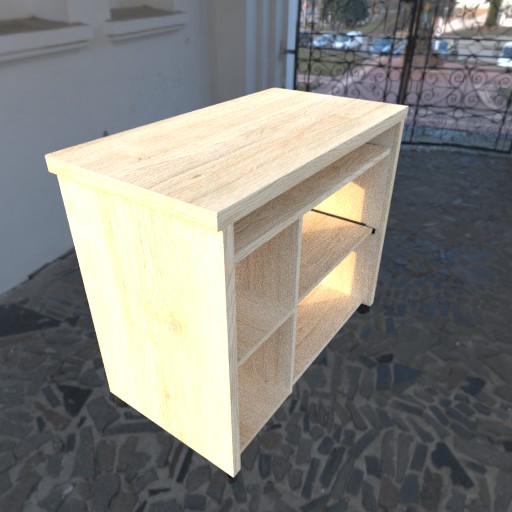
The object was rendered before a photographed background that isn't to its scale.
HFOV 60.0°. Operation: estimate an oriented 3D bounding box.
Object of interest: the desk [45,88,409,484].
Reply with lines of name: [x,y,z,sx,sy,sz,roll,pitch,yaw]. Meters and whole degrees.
desk: [0.000,0.000,1.324,0.480,0.770,0.885,20,37,30]
